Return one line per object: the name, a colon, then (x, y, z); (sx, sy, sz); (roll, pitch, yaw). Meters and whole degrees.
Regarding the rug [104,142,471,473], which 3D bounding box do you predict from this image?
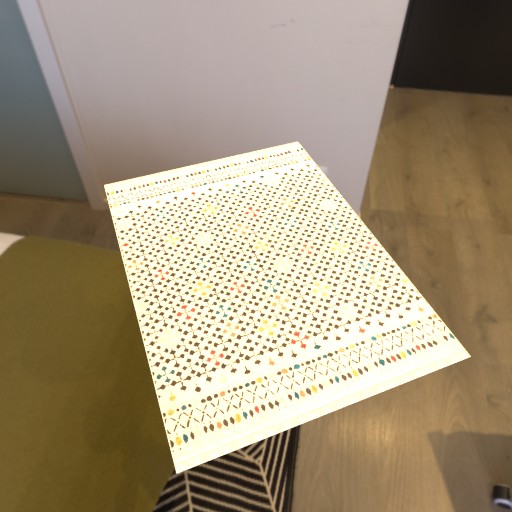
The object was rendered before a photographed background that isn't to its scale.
rug: (0.000, 0.000, 2.034); (1.146, 0.006, 1.556); (-16, 50, -14)
